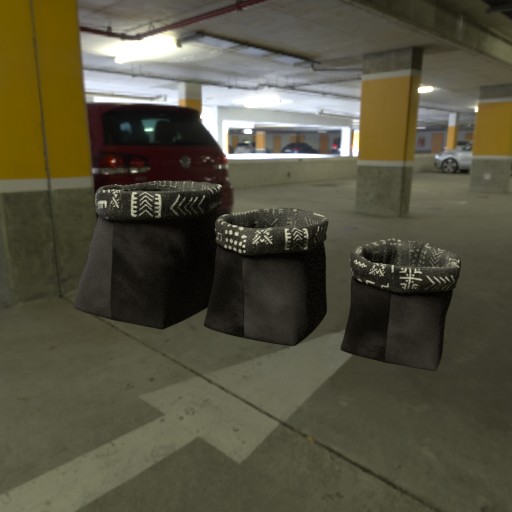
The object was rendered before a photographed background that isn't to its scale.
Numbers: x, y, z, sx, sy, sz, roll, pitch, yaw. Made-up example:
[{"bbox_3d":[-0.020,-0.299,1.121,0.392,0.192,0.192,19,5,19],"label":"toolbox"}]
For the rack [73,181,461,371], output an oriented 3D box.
[{"bbox_3d":[0.000,0.000,1.079,0.905,0.323,0.379,7,15,26],"label":"rack"}]
